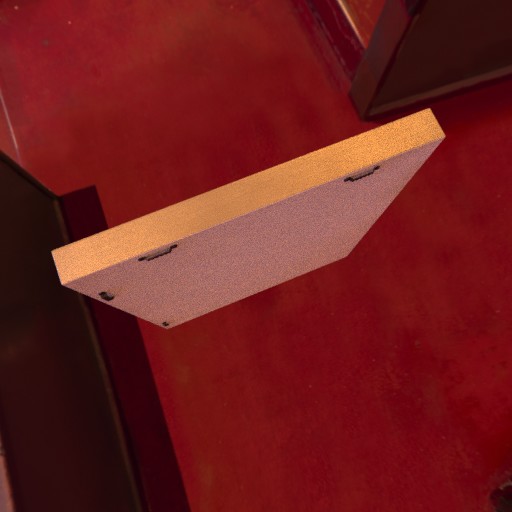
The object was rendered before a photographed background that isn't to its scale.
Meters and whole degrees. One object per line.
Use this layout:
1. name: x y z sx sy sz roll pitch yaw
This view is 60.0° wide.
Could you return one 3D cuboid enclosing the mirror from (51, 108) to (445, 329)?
1. mirror: 0.000 0.000 0.683 0.406 0.509 0.041 -22 77 -5
